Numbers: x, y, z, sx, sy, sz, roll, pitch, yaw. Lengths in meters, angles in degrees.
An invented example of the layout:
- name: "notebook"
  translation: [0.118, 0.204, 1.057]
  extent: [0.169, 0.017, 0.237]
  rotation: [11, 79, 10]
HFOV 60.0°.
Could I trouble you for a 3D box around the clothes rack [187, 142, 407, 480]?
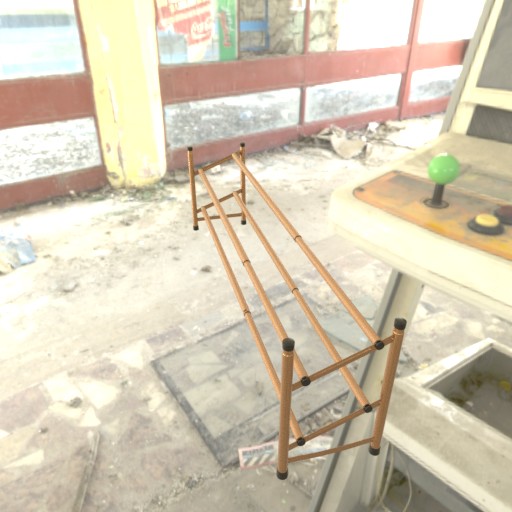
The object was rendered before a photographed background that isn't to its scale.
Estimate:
- name: "clothes rack"
  translation: [0.000, 0.000, 1.306]
  extent: [0.229, 0.349, 1.168]
  rotation: [-8, 31, -13]
